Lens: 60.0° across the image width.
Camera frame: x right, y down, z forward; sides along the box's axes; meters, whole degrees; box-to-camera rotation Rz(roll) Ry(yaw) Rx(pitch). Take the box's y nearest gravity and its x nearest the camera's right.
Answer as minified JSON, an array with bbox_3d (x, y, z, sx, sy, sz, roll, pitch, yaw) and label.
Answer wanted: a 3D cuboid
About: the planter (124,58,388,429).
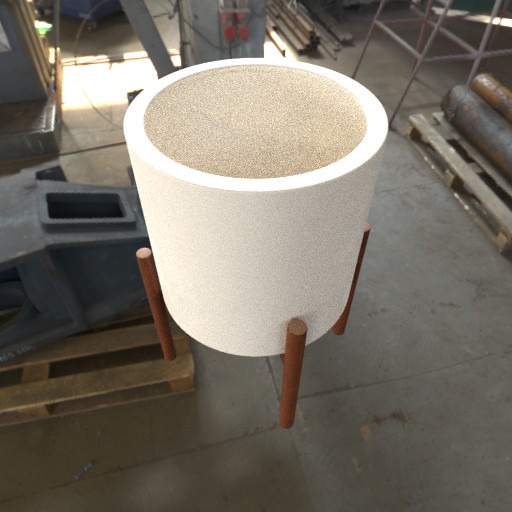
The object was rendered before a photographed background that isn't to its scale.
[{"bbox_3d":[0.000,0.000,0.952,0.417,0.670,0.417,23,50,20],"label":"planter"}]
